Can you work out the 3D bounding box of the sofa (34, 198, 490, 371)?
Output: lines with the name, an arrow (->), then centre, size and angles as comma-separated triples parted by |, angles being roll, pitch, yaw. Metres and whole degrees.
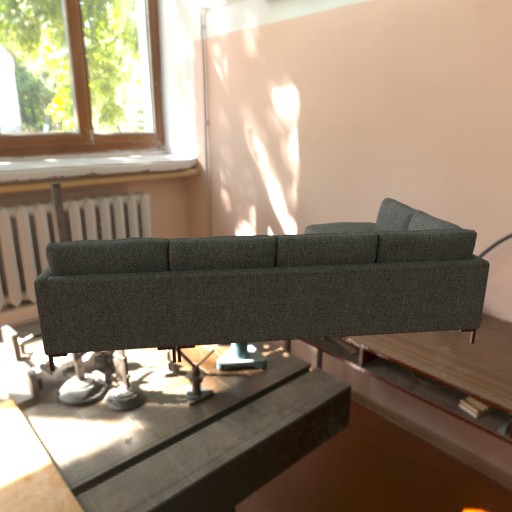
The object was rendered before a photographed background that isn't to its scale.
sofa -> 0.000, 0.000, 3.499 | 2.737, 0.756, 1.879 | -2, 17, -7
